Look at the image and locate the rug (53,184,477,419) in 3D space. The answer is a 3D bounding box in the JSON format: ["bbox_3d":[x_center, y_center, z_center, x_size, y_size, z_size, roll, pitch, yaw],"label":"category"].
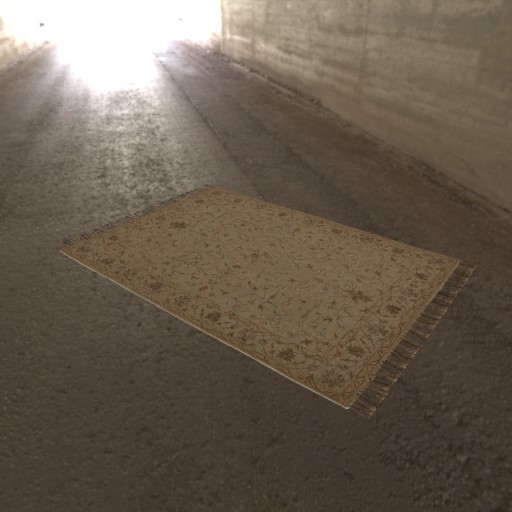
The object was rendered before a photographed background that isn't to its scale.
[{"bbox_3d":[0.000,0.000,2.299,1.861,0.017,1.218,21,36,33],"label":"rug"}]
